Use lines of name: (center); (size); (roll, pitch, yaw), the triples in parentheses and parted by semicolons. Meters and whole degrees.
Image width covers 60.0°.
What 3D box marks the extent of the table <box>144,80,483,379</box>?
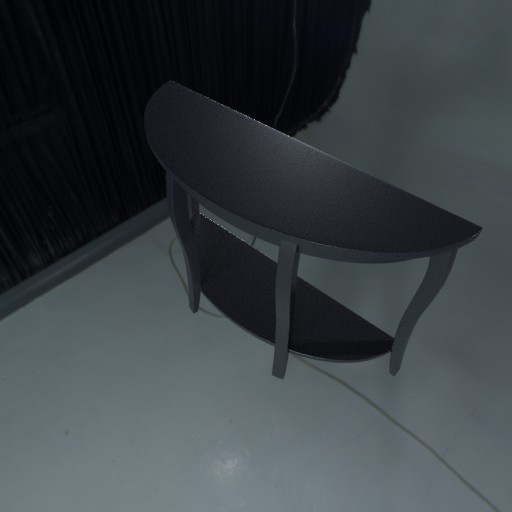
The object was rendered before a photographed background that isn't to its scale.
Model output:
table: (0.000, 0.000, 1.606); (1.219, 0.780, 0.394); (33, 56, 27)
